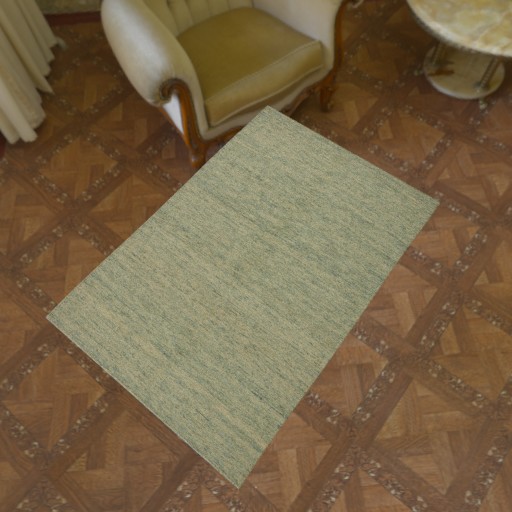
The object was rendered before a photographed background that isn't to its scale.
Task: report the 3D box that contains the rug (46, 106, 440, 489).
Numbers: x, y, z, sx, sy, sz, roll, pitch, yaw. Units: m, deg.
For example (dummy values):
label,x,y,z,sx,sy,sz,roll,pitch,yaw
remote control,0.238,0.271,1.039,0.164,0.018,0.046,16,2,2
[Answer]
label,x,y,z,sx,sy,sz,roll,pitch,yaw
rug,0.000,0.000,2.953,1.547,0.013,2.283,35,68,16
